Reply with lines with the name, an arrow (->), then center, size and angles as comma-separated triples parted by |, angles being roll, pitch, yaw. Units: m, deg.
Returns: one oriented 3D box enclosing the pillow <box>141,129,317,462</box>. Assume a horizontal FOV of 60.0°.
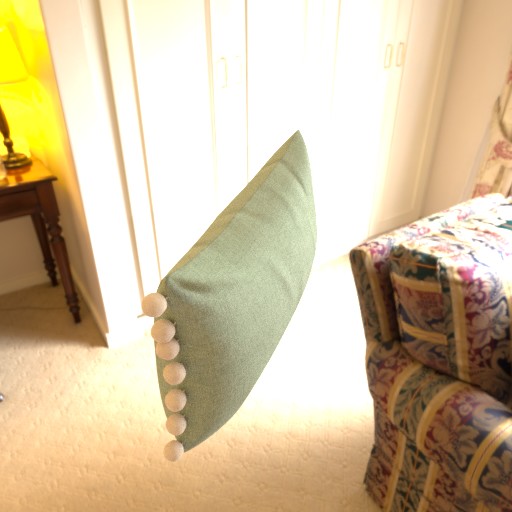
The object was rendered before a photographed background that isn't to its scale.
pillow -> 0.000, 0.000, 0.841 | 0.201, 0.322, 0.709 | 9, 31, 16
